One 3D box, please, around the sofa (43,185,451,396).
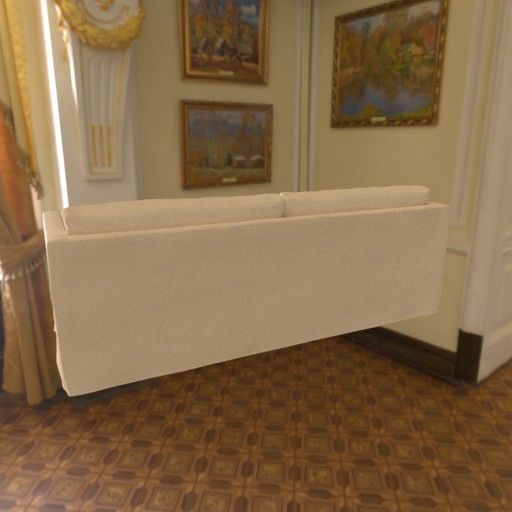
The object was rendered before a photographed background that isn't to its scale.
[{"bbox_3d":[0.000,0.000,3.232,2.779,0.999,1.036,-7,16,-25],"label":"sofa"}]
